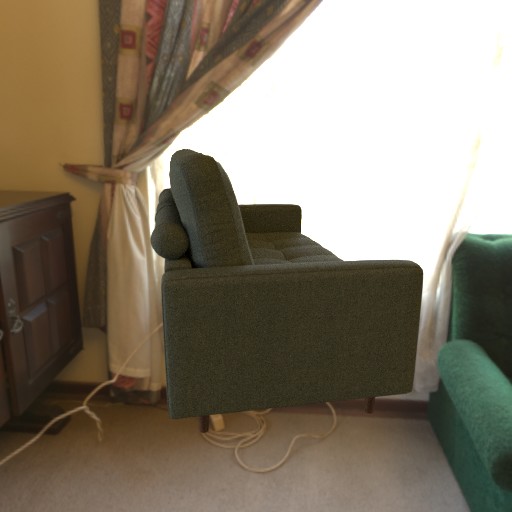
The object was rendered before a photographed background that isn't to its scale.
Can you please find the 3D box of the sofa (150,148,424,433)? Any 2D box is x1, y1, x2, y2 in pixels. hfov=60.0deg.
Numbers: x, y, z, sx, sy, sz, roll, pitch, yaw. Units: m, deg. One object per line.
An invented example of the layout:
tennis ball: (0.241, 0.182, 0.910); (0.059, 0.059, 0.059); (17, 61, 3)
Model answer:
sofa: (0.000, 0.000, 1.951); (0.842, 0.907, 1.407); (-3, 15, -10)
